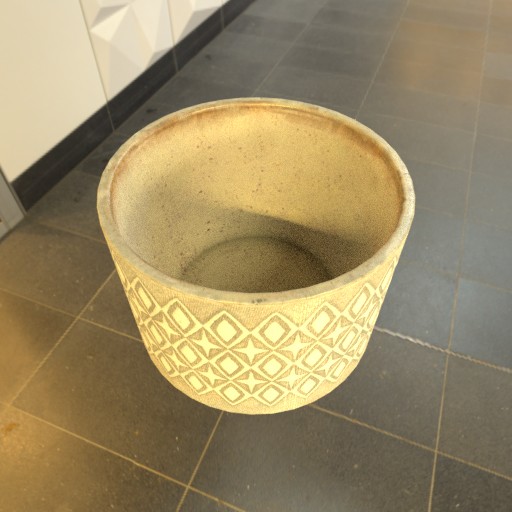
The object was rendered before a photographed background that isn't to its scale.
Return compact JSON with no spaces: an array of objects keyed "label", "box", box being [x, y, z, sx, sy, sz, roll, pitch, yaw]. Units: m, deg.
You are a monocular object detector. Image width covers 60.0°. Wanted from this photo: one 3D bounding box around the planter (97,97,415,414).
[{"label":"planter","box":[0.000,0.000,0.319,0.186,0.144,0.186,0,49,0]}]
